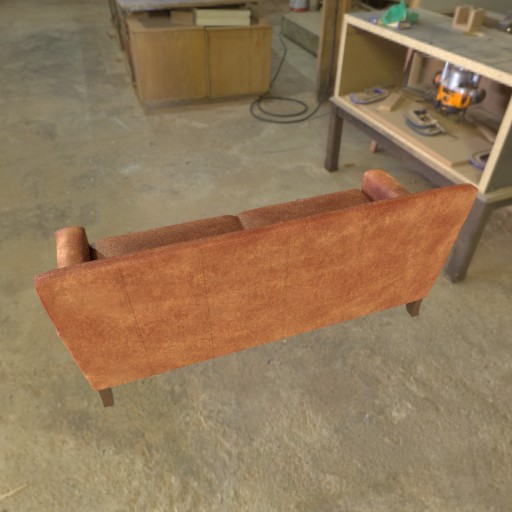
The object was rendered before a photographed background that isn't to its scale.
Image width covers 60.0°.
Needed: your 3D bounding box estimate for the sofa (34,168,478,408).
[{"bbox_3d":[0.000,0.000,2.485,2.053,0.947,0.805,-13,42,-15],"label":"sofa"}]
